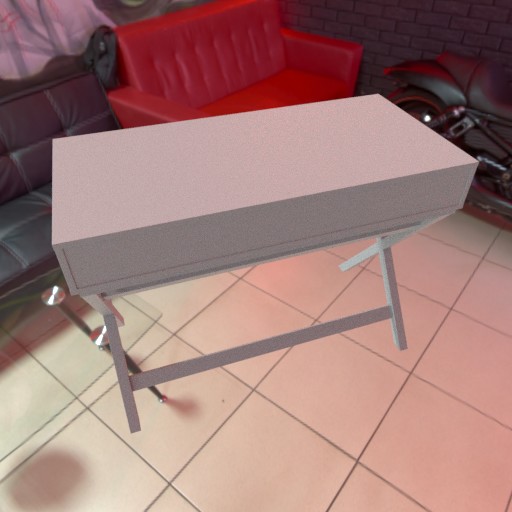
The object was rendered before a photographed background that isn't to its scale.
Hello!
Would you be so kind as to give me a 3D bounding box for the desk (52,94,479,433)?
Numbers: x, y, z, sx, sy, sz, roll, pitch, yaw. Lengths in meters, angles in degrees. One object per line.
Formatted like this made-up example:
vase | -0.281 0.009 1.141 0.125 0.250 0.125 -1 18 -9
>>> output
desk | 0.000 0.000 1.472 1.057 0.780 0.525 -13 42 -14
